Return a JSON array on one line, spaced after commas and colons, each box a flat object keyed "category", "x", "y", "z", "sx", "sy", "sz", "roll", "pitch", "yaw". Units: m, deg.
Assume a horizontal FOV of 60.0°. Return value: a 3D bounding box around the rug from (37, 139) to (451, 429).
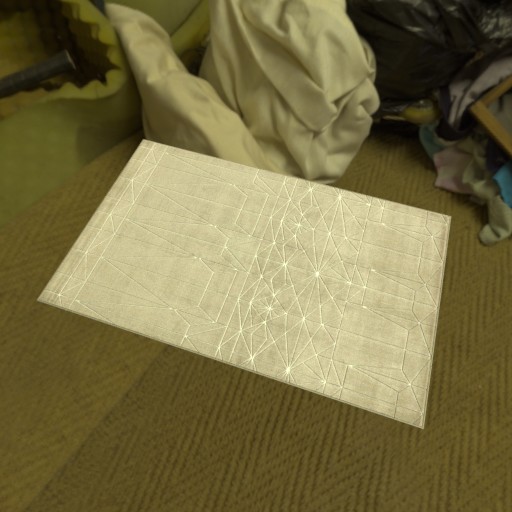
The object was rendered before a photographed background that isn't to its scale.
[{"category": "rug", "x": 0.000, "y": 0.000, "z": 3.002, "sx": 2.438, "sy": 0.012, "sz": 1.524, "roll": 16, "pitch": 60, "yaw": 10}]
